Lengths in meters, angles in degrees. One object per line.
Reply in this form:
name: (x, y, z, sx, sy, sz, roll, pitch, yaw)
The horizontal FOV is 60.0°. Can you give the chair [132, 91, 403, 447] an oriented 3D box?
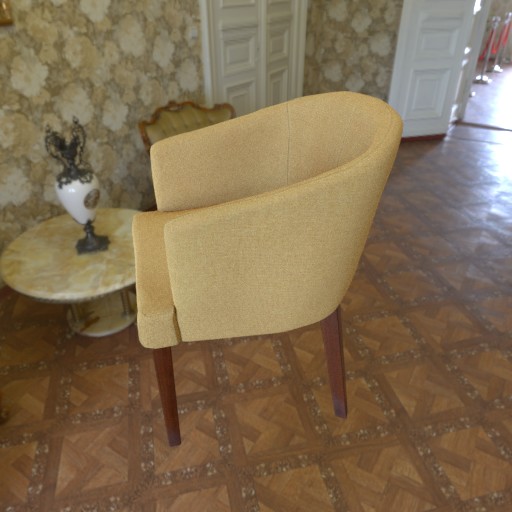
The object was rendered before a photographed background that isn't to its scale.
chair: (0.000, 0.000, 1.228, 0.655, 0.811, 0.583, -8, 32, -13)
